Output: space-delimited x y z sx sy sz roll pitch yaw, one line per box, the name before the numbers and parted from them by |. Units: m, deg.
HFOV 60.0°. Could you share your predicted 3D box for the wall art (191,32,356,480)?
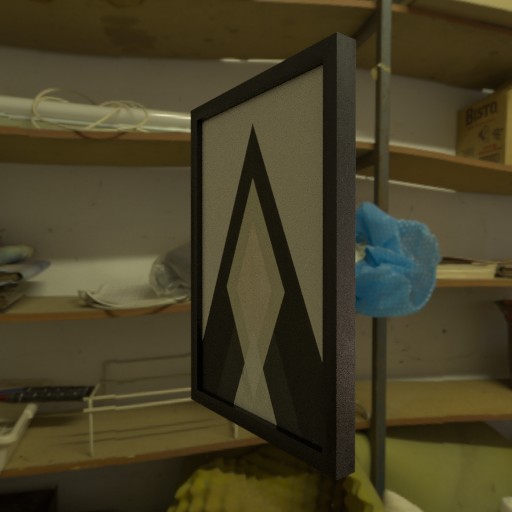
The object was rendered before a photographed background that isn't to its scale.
wall art | 0.000 0.000 0.586 0.031 0.457 0.313 0 1 -36
